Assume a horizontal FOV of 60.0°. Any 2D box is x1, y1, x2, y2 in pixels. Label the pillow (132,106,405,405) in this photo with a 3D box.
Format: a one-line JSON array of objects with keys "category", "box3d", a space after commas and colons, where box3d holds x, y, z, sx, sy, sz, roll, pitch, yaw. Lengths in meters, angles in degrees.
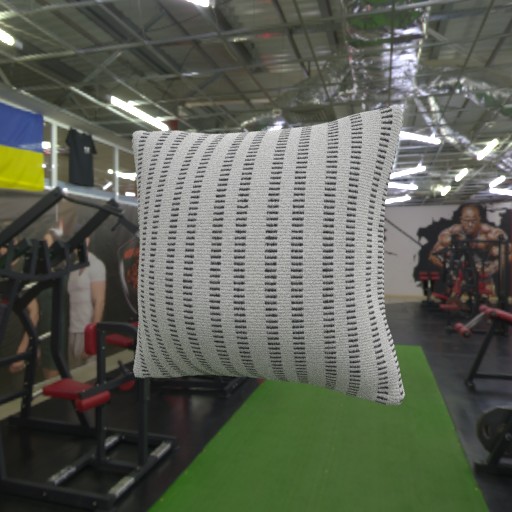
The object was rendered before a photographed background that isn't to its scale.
[{"category": "pillow", "box3d": [0.000, 0.000, 0.684, 0.438, 0.419, 0.247, 0, 1, 18]}]
